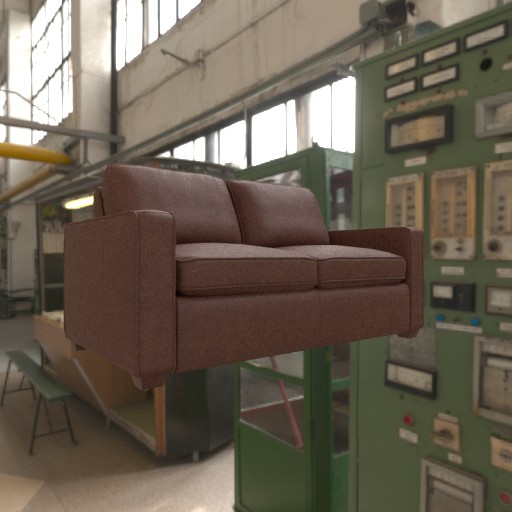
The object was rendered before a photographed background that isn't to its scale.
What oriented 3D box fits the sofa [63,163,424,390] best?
[{"bbox_3d":[0.000,0.000,2.330,1.709,0.918,0.947,0,0,-37],"label":"sofa"}]
